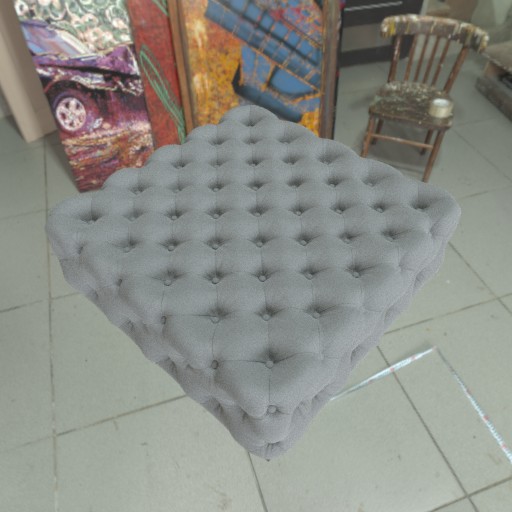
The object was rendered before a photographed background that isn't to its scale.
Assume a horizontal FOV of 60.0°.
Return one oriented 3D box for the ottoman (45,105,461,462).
[{"bbox_3d":[0.000,0.000,1.408,0.911,0.439,0.917,33,56,27],"label":"ottoman"}]
